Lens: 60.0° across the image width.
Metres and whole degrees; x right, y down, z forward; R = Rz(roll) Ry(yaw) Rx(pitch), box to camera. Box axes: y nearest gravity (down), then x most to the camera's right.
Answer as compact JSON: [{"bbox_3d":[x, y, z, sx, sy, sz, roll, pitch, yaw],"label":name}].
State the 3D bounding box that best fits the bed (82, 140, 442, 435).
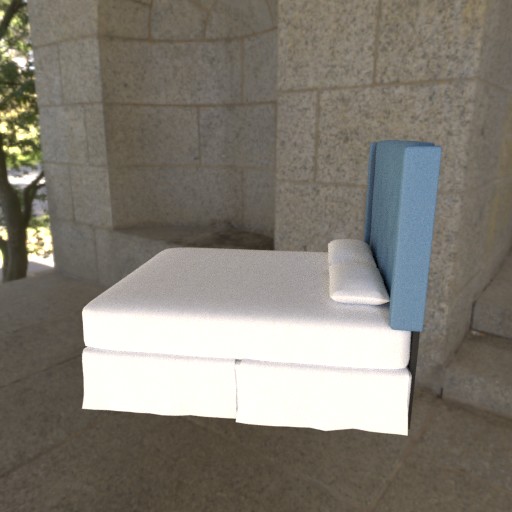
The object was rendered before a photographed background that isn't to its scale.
[{"bbox_3d":[0.000,0.000,3.296,2.078,1.665,1.719,2,15,8],"label":"bed"}]
